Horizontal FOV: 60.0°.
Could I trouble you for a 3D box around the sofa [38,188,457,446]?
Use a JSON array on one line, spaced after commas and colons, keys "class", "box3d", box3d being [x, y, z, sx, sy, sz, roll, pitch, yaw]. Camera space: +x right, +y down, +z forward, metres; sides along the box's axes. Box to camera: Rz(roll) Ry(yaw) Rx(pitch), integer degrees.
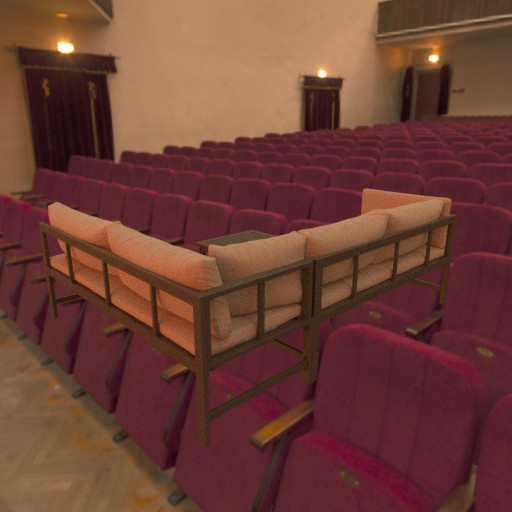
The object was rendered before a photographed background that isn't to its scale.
[{"class": "sofa", "box3d": [0.000, 0.000, 2.890, 2.096, 0.758, 1.658, -15, 23, -41]}]
